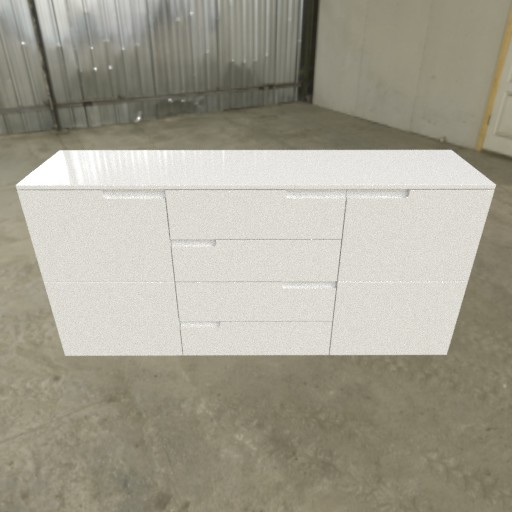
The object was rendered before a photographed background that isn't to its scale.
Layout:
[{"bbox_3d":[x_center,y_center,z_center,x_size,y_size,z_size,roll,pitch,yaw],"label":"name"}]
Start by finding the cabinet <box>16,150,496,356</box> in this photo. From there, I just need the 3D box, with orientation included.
[{"bbox_3d":[0.000,0.000,1.896,1.650,0.800,0.400,0,30,0],"label":"cabinet"}]
